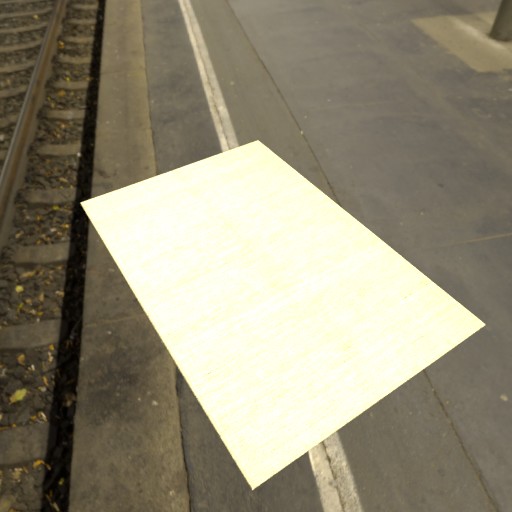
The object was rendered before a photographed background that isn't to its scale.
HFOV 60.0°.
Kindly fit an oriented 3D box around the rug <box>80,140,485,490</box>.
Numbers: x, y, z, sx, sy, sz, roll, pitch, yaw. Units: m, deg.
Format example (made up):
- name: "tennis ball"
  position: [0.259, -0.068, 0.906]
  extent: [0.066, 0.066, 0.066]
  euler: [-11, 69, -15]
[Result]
- name: "rug"
  position: [0.000, 0.000, 2.289]
  extent: [1.250, 0.015, 1.850]
  euler: [-25, 51, -22]
